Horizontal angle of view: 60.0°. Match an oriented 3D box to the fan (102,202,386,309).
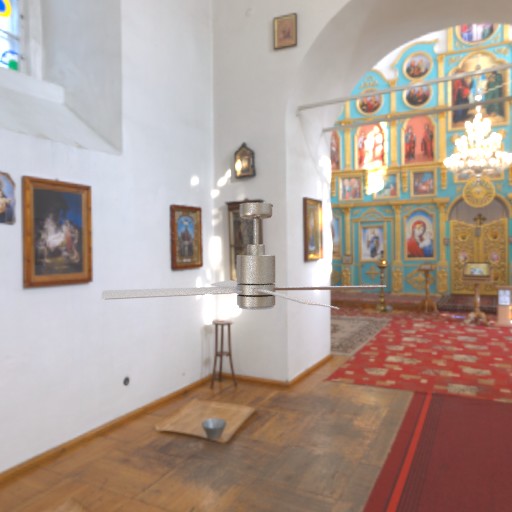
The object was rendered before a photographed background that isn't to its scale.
[{"bbox_3d":[0.000,0.000,2.322,1.525,0.539,1.525,0,0,-18],"label":"fan"}]
